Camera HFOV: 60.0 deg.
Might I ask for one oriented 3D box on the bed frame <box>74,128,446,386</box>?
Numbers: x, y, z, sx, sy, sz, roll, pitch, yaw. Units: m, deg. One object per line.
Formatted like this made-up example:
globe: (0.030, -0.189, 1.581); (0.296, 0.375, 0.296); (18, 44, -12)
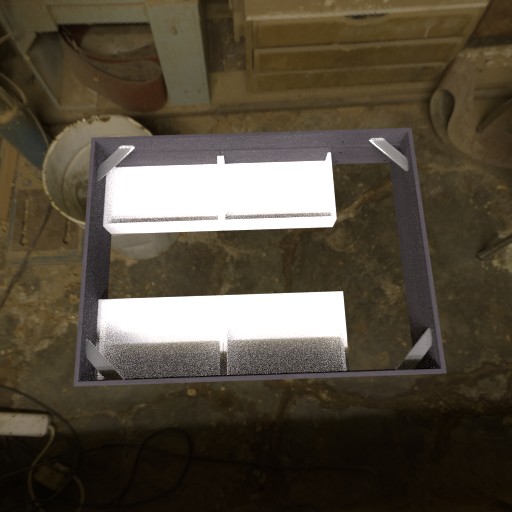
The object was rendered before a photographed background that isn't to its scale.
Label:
bed frame: (0.000, 0.000, 2.691); (1.944, 0.459, 1.448); (-2, 75, -1)
